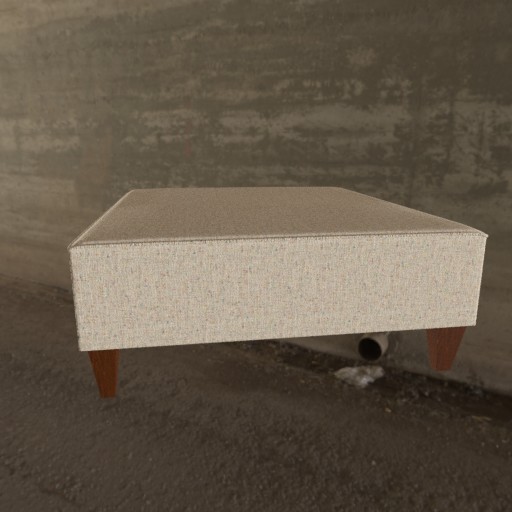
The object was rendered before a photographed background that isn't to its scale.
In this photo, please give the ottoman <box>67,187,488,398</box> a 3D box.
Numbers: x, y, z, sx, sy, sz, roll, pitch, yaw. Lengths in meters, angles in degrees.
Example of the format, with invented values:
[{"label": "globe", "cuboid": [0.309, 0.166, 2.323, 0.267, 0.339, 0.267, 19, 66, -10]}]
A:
[{"label": "ottoman", "cuboid": [0.000, 0.000, 1.186, 0.736, 0.303, 0.835, -2, 15, -8]}]
